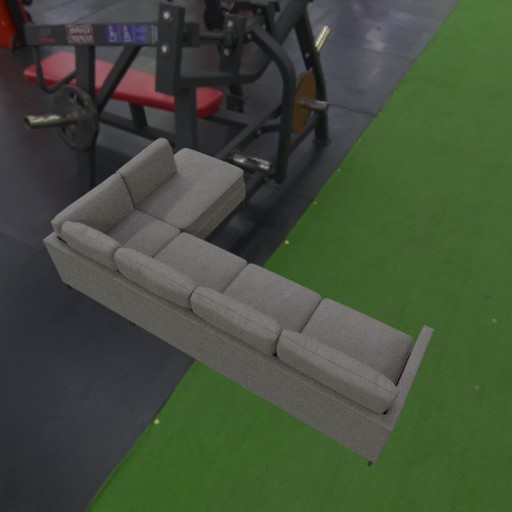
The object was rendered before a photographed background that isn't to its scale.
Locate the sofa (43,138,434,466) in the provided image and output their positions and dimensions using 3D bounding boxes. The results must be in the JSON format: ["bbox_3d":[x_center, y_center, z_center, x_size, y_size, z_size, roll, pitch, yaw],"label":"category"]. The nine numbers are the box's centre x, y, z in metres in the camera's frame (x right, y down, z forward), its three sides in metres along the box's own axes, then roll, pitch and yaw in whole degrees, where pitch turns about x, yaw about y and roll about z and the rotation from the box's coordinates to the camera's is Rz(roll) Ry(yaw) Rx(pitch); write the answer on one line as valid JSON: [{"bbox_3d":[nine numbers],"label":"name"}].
[{"bbox_3d":[0.000,0.000,4.198,3.331,0.964,2.077,24,52,21],"label":"sofa"}]
